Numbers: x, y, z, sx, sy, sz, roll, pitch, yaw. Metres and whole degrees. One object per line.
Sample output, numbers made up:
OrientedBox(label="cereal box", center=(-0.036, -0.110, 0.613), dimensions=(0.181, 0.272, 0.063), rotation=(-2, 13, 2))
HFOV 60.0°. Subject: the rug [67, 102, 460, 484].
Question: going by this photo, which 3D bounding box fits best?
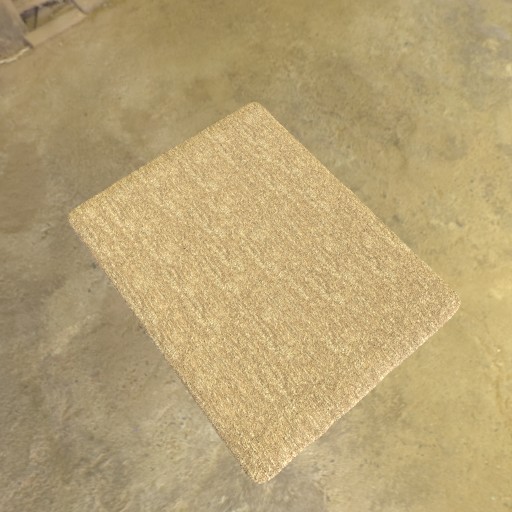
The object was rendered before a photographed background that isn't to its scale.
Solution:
OrientedBox(label="rug", center=(0.000, 0.000, 3.854), dimensions=(2.242, 0.050, 2.873), rotation=(-36, 70, -15))
